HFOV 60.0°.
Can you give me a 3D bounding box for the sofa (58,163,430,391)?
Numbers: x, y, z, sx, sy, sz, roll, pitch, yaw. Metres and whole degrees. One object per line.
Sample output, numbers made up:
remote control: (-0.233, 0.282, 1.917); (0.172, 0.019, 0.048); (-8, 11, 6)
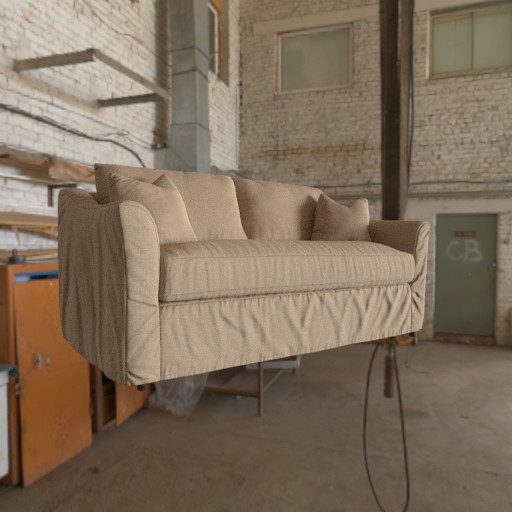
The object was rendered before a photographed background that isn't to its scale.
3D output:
sofa: (0.000, 0.000, 2.637); (2.010, 1.018, 1.072); (-1, 2, -36)
